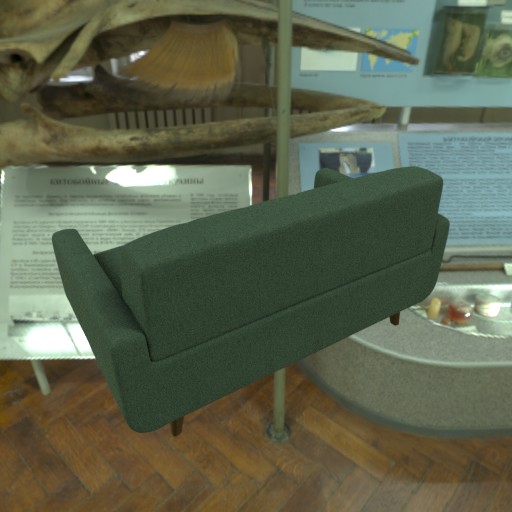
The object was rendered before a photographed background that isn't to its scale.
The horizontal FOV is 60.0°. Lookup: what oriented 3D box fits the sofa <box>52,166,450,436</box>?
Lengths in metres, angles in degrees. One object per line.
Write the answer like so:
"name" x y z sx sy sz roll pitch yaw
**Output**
"sofa" 0.000 0.000 2.115 1.631 0.841 0.909 -18 35 -28
